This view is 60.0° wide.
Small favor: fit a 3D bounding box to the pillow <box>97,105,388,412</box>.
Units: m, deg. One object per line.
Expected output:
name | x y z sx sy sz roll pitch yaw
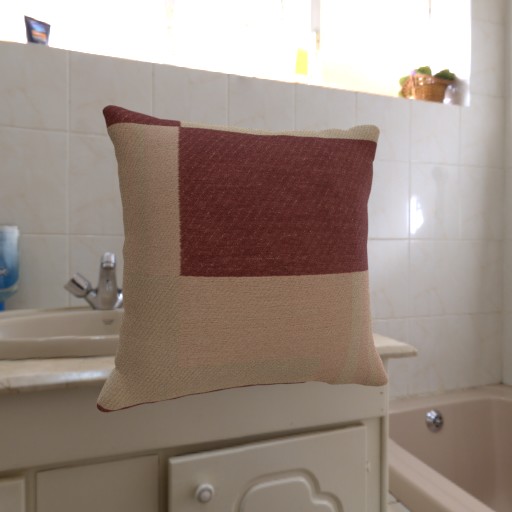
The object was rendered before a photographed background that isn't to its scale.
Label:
pillow | 0.000 0.000 0.791 0.536 0.506 0.229 0 0 -17
